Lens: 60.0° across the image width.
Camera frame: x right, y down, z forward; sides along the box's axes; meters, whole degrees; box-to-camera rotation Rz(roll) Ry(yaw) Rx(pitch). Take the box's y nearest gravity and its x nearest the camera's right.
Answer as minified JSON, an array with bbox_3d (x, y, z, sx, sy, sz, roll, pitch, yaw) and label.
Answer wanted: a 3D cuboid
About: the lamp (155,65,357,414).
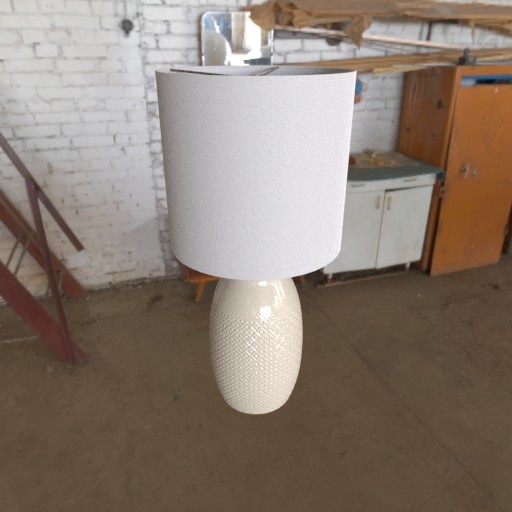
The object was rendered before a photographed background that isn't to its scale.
[{"bbox_3d":[0.000,0.000,0.583,0.217,0.453,0.217,7,26,15],"label":"lamp"}]
